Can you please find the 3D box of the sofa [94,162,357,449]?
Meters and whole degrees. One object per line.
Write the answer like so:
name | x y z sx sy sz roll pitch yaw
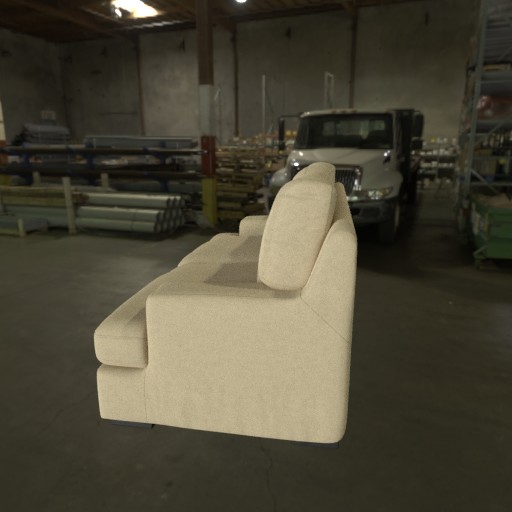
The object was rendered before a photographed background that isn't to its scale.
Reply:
sofa | 0.000 0.000 2.415 0.962 0.967 1.885 2 14 9
